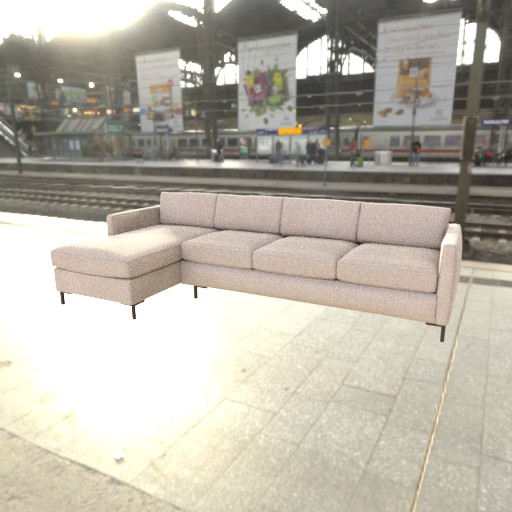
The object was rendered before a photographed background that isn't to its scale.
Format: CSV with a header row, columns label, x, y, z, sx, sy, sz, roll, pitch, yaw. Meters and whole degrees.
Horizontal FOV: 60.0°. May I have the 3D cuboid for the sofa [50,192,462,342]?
label,x,y,z,sx,sy,sz,roll,pitch,yaw
sofa,0.000,0.000,3.486,2.923,0.816,1.469,7,15,25
